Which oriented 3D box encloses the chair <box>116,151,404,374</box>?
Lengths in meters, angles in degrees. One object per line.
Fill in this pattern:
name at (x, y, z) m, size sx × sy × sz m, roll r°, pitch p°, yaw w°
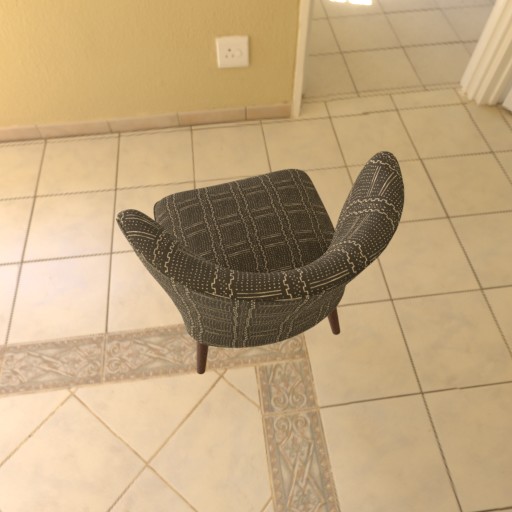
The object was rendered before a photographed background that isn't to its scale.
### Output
chair at (0.000, 0.000, 1.435) m, size 0.710 × 0.866 × 0.758 m, roll -14°, pitch 58°, yaw -9°
